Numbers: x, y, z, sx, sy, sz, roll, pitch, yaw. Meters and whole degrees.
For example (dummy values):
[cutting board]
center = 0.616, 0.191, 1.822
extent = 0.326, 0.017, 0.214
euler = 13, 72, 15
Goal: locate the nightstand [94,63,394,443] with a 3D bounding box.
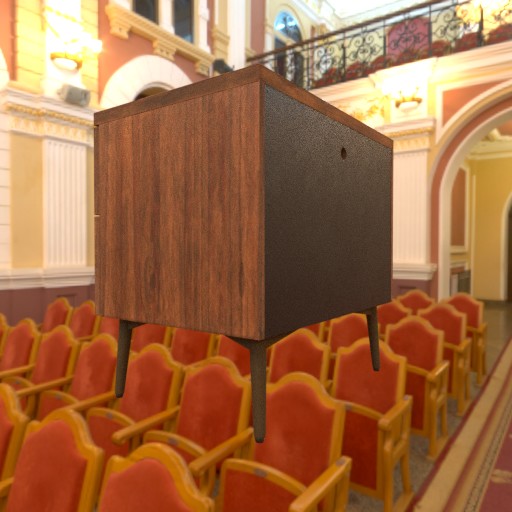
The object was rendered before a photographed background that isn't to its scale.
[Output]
[nightstand]
center = 0.000, 0.000, 1.070
extent = 0.458, 0.610, 0.610
euler = 1, 1, 36
